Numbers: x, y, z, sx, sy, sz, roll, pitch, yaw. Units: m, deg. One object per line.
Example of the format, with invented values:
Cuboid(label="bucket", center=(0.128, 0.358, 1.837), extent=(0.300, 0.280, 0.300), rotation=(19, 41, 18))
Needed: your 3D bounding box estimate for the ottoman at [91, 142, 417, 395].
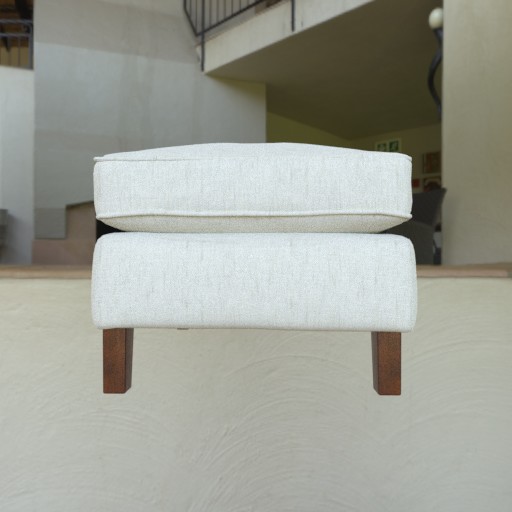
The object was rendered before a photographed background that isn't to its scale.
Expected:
Cuboid(label="ottoman", center=(0.000, 0.000, 0.948), extent=(0.501, 0.406, 0.665), rotation=(0, 0, 1))
